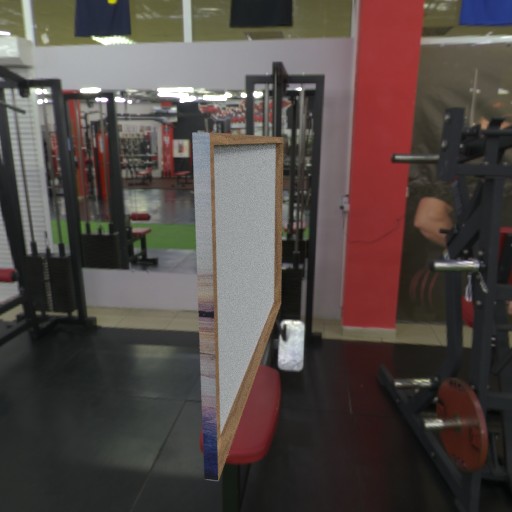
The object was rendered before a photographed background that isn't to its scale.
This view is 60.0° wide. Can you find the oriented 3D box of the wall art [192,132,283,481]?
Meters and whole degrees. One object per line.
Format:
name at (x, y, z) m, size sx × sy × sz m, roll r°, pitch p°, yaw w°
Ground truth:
wall art at (0.000, 0.000, 1.446) m, size 0.034 × 0.756 × 1.137 m, roll 3°, pitch 15°, yaw 10°
